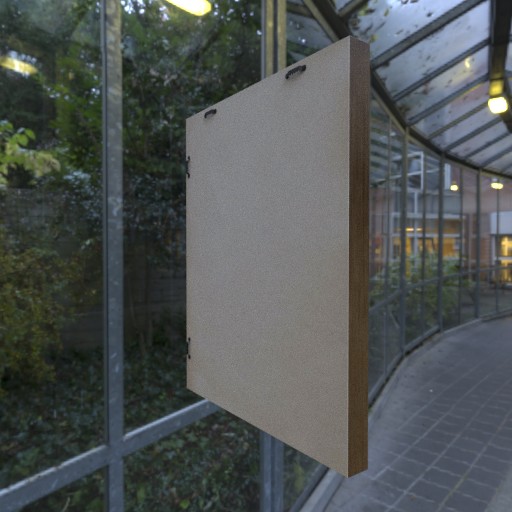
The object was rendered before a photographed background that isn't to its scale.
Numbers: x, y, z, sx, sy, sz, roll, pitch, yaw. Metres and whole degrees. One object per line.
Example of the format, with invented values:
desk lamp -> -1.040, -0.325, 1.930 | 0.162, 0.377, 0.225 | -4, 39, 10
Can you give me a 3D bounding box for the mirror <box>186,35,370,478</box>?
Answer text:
mirror -> 0.000, 0.000, 0.681 | 0.041, 0.508, 0.405 | -1, 1, -36
